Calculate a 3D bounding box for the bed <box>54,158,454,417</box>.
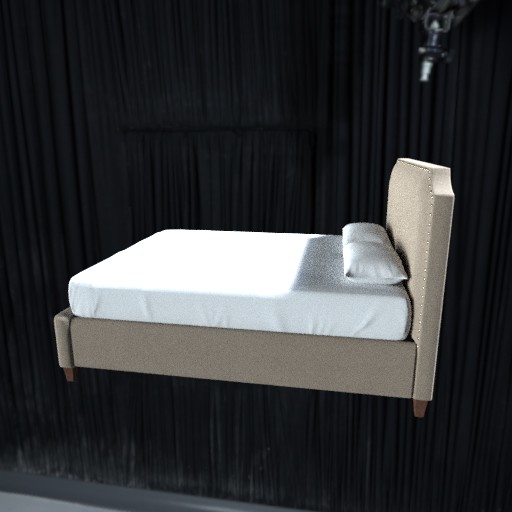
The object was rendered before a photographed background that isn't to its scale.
[{"bbox_3d":[0.000,0.000,3.364,2.329,1.415,1.703,3,15,10],"label":"bed"}]
